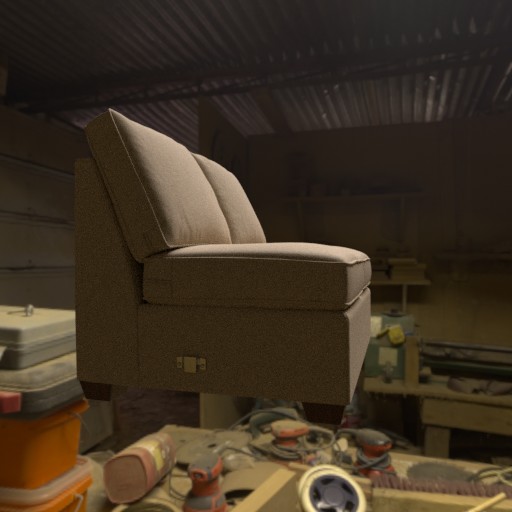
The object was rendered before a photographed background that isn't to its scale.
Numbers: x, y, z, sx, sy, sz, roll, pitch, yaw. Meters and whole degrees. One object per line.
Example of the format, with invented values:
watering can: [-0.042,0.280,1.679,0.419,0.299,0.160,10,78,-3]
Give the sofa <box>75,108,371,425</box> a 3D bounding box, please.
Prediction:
sofa: [0.000,0.000,1.978,0.951,1.008,1.237,0,-1,17]
